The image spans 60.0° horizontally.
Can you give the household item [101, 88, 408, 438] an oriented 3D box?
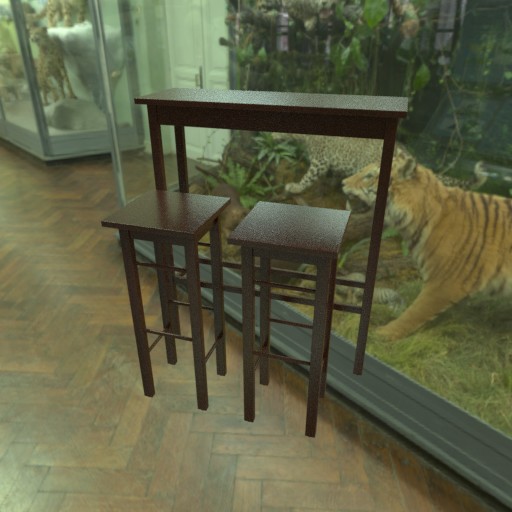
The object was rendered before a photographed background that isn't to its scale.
[{"bbox_3d":[0.000,0.000,1.643,0.914,1.067,0.676,8,29,15],"label":"household item"}]
